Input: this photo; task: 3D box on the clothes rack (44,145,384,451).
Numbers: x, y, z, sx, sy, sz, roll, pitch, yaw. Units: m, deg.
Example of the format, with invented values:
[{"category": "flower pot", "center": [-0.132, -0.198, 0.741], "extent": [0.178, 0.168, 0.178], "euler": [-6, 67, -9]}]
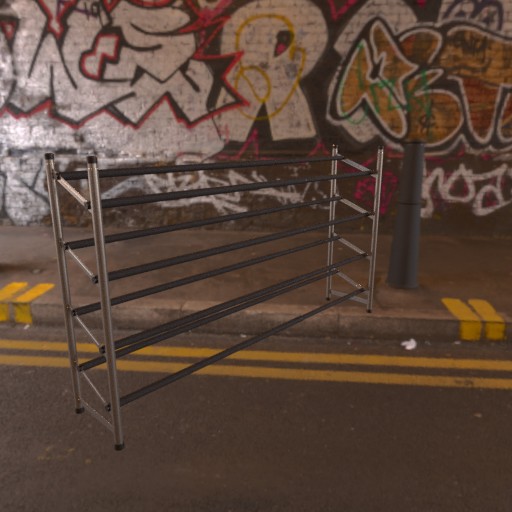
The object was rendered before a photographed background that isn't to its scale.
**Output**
[{"category": "clothes rack", "center": [0.000, 0.000, 1.424], "extent": [0.229, 0.672, 1.168], "euler": [14, 21, 42]}]
